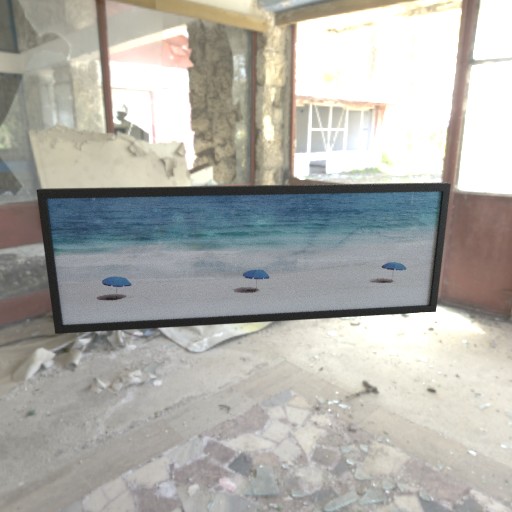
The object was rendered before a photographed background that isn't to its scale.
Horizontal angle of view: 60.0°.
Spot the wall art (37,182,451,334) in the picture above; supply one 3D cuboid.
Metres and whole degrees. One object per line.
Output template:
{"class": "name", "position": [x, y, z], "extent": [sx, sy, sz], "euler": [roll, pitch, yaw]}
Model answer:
{"class": "wall art", "position": [0.000, 0.000, 1.762], "extent": [1.572, 0.554, 0.041], "euler": [-2, 15, -8]}
